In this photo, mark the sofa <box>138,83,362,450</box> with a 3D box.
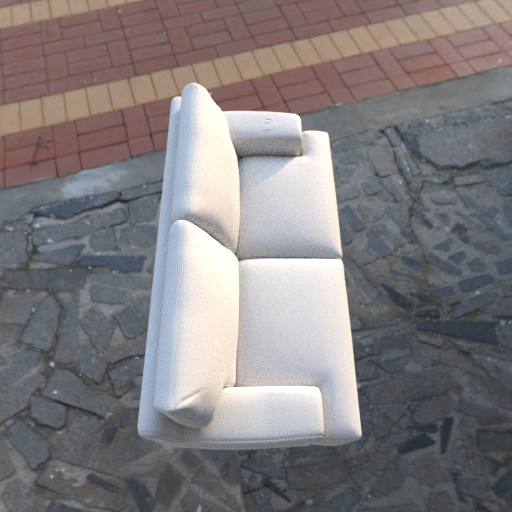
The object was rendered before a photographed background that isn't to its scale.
[{"bbox_3d":[0.000,0.000,2.819,1.143,0.940,2.261,-1,63,0],"label":"sofa"}]
